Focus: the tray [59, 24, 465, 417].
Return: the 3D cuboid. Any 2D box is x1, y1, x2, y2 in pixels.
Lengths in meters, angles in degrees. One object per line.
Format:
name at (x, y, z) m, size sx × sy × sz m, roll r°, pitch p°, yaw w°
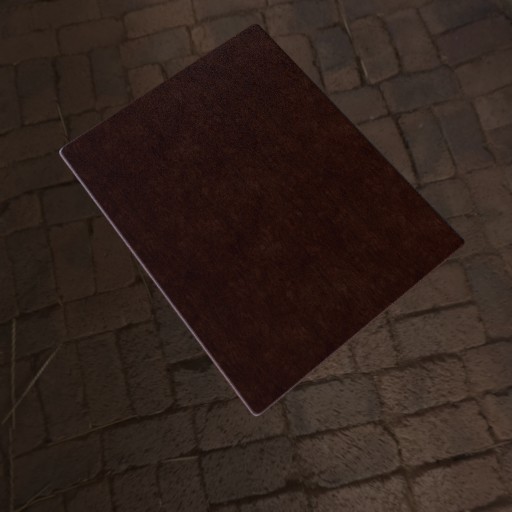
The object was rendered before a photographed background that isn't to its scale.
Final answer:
tray at (0.000, 0.000, 0.959) m, size 0.381 × 0.660 × 0.483 m, roll -37°, pitch 78°, yaw -10°
